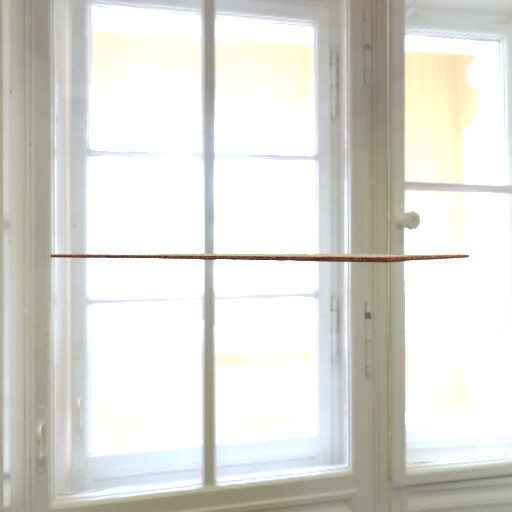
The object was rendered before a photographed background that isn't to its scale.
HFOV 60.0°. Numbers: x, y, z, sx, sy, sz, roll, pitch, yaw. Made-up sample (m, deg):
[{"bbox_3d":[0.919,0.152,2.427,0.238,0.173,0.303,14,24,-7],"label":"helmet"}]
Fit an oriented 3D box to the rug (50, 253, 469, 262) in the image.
[{"bbox_3d":[0.000,0.000,2.317,1.829,0.016,1.219,0,1,36],"label":"rug"}]
